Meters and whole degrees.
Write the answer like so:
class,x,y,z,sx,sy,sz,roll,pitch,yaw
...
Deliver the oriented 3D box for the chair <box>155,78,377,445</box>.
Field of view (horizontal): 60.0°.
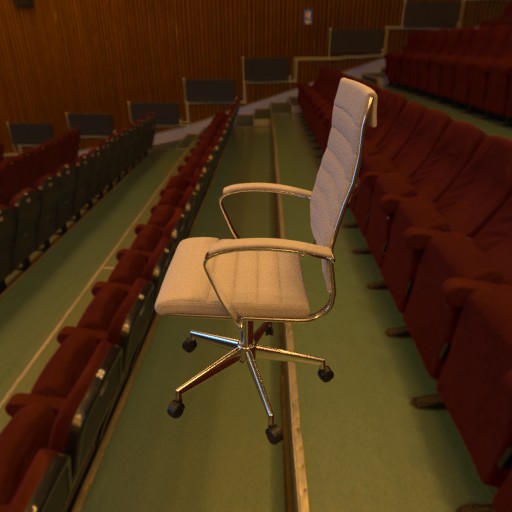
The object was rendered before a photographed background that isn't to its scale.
class,x,y,z,sx,sy,sz,roll,pitch,yaw
chair,0.000,0.000,1.580,0.667,1.149,0.679,0,27,0
